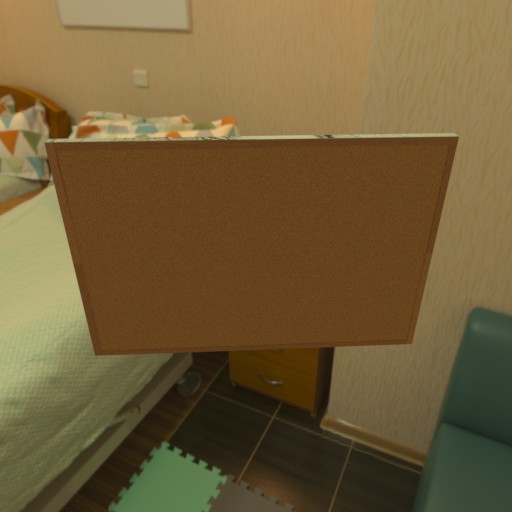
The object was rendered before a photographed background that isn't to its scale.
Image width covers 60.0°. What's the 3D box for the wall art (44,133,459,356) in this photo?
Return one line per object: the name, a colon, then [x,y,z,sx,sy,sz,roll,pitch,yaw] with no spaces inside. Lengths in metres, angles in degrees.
wall art: [0.000,0.000,1.420,1.141,0.758,0.035,-2,30,-3]
